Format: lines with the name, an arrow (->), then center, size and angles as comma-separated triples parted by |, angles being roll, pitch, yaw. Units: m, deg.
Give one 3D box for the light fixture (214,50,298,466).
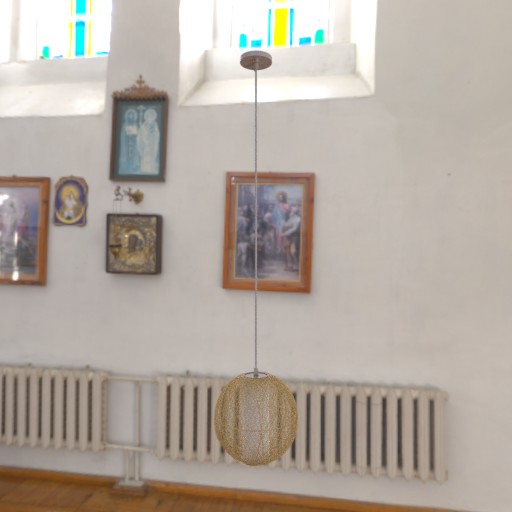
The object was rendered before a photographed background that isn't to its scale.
light fixture -> 0.000, 0.000, 2.162 | 0.406, 1.955, 0.407 | 1, -2, -36
